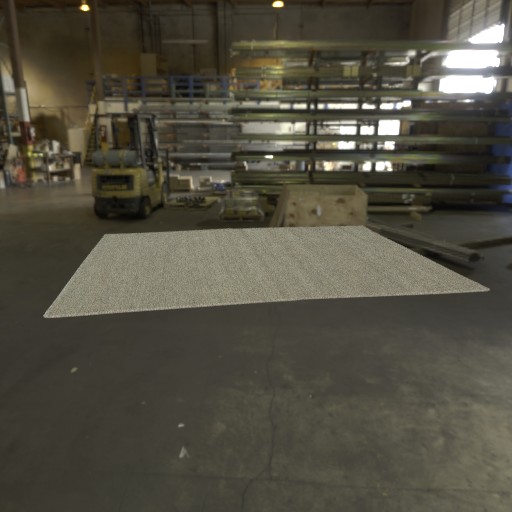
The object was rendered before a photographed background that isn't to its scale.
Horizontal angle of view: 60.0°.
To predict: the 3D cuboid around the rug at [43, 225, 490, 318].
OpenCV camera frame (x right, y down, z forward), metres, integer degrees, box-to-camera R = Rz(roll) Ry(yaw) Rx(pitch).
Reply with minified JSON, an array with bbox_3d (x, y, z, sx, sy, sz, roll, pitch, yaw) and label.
[{"bbox_3d":[0.000,0.000,4.833,3.626,0.051,2.757,-2,16,-9],"label":"rug"}]
